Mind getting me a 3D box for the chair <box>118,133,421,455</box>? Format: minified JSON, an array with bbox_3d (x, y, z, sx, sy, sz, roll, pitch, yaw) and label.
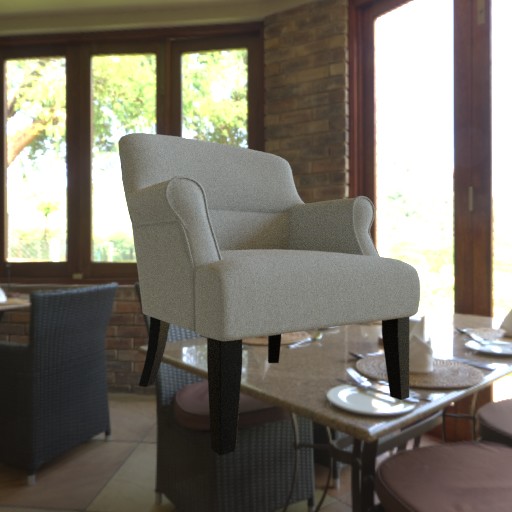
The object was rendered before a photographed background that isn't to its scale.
[{"bbox_3d":[0.000,0.000,1.447,0.781,0.875,0.750,0,0,-36],"label":"chair"}]
